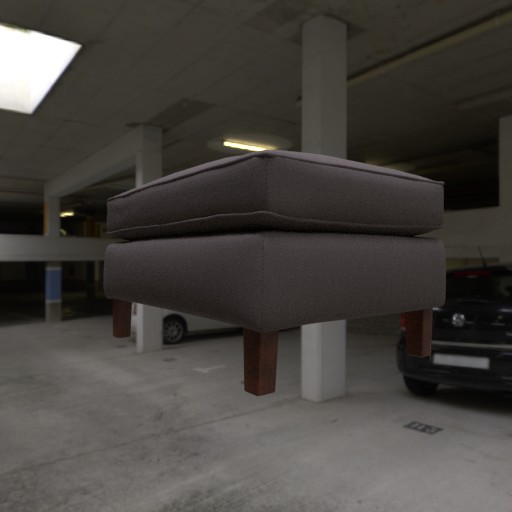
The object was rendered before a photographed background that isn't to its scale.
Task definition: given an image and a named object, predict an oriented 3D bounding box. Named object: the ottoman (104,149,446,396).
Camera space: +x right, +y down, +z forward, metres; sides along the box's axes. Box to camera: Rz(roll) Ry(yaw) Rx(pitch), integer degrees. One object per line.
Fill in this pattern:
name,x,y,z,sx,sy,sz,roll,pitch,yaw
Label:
ottoman,0.000,0.000,1.007,0.508,0.406,0.686,0,0,-37
